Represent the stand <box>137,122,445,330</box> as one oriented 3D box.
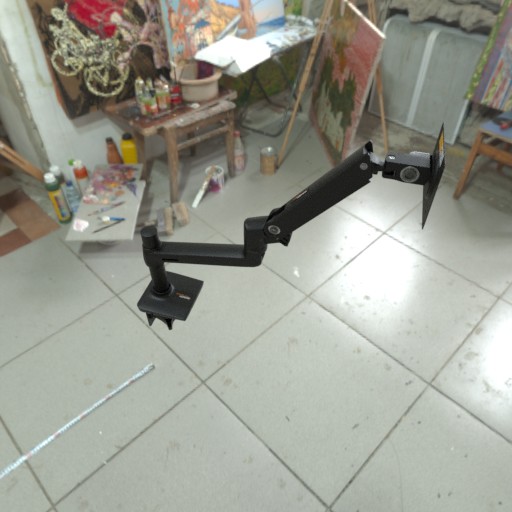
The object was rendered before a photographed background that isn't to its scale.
[{"bbox_3d":[0.000,0.000,1.047,0.650,0.713,0.152,11,46,11],"label":"stand"}]
